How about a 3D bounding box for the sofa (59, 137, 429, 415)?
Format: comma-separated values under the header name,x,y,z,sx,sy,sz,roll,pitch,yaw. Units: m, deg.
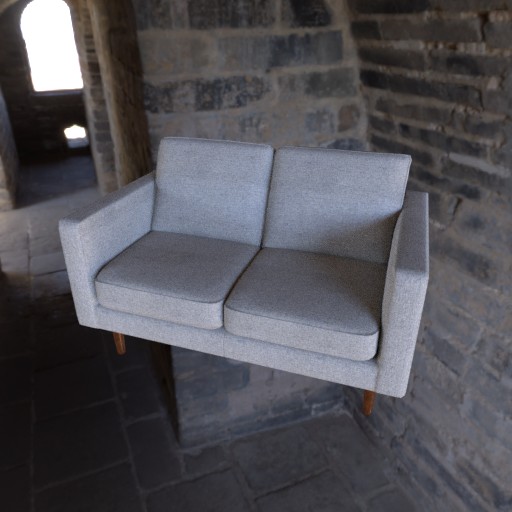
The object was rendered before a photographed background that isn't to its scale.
name,x,y,z,sx,sy,sz,roll,pitch,yaw
sofa,0.000,0.000,2.184,1.527,0.973,0.969,9,28,17
